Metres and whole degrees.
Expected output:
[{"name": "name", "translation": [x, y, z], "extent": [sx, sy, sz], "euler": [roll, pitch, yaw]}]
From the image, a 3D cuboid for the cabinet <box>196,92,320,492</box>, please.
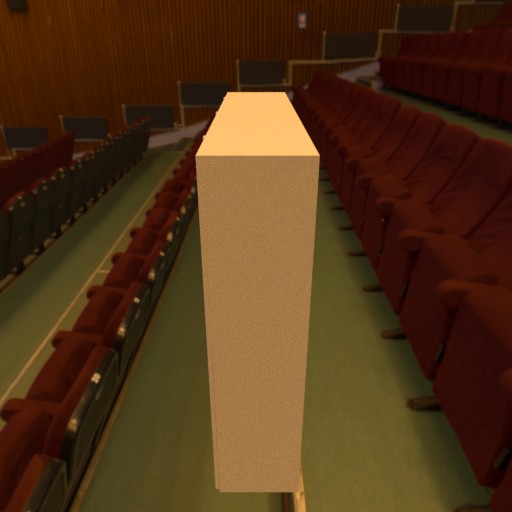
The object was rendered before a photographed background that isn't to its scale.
[{"name": "cabinet", "translation": [0.000, 0.000, 3.802], "extent": [0.590, 2.370, 2.700], "euler": [0, 26, 0]}]
